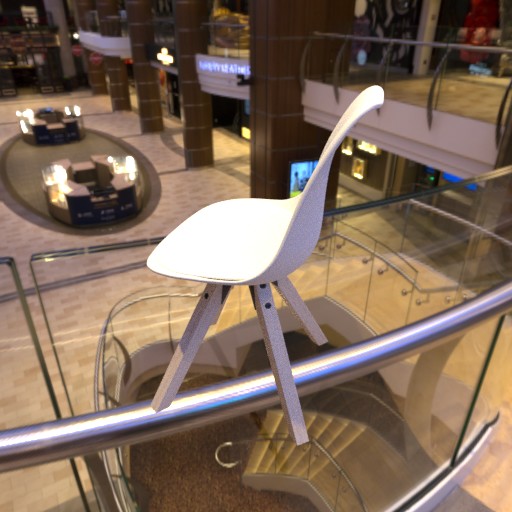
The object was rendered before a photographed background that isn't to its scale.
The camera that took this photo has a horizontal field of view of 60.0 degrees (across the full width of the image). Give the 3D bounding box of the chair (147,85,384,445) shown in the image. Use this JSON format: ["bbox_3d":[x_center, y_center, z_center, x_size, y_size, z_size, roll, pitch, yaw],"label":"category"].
[{"bbox_3d":[0.000,0.000,1.186,0.550,0.850,0.485,8,30,13],"label":"chair"}]
